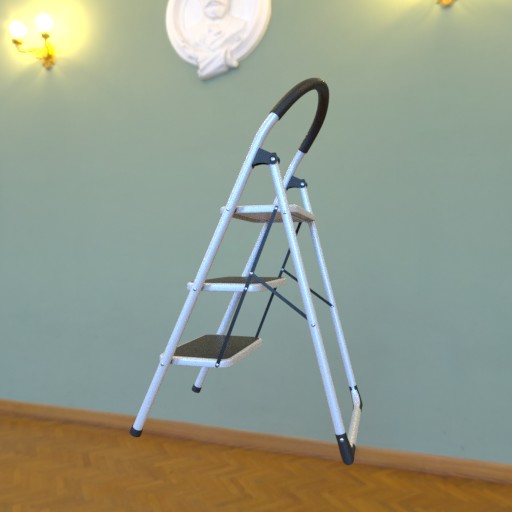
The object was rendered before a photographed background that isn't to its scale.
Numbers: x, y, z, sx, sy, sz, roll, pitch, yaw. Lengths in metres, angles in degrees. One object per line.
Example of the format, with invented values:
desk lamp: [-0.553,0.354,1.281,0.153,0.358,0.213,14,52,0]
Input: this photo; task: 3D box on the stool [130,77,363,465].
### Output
stool: [0.000,0.000,1.490,0.676,1.109,0.485,0,0,16]
